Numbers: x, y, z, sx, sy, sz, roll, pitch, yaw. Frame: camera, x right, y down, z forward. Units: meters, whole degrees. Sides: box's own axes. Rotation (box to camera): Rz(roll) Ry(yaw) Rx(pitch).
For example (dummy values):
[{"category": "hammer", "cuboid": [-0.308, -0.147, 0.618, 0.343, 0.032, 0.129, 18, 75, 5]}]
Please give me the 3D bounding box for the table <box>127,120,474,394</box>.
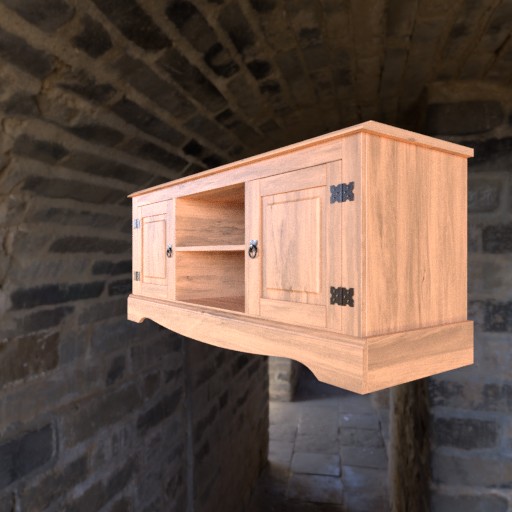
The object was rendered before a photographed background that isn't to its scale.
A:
[{"category": "table", "cuboid": [0.000, 0.000, 1.418, 0.400, 0.510, 1.200, 0, 0, -36]}]
